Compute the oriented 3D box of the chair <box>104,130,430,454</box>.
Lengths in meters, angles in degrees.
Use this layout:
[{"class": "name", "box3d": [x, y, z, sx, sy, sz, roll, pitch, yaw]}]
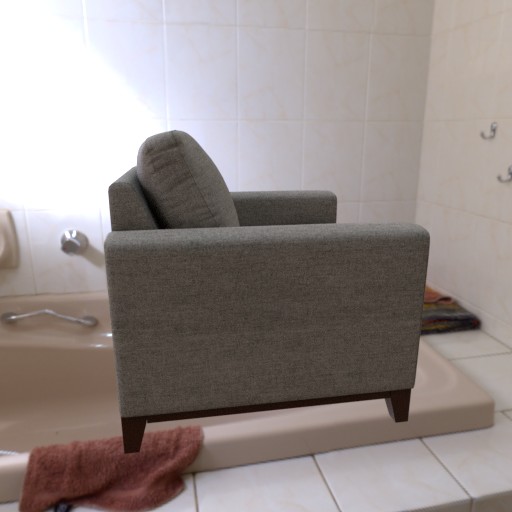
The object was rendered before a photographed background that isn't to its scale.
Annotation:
[{"class": "chair", "box3d": [0.000, 0.000, 1.847, 1.038, 1.010, 1.024, -3, 16, -9]}]
